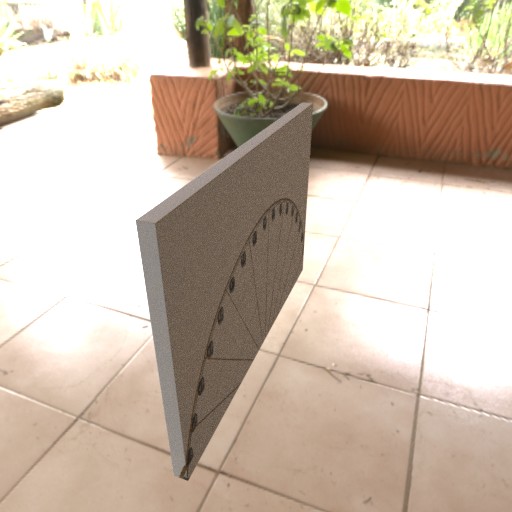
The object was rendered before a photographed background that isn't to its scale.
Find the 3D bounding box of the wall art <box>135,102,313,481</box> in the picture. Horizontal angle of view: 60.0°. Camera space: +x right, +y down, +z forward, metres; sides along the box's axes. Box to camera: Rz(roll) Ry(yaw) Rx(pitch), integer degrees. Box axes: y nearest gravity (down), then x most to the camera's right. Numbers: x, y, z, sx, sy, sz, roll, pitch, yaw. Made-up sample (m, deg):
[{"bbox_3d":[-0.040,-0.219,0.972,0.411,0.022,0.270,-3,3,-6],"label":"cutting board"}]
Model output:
[{"bbox_3d":[0.000,0.000,1.150,0.038,0.601,0.898,11,32,18],"label":"wall art"}]
